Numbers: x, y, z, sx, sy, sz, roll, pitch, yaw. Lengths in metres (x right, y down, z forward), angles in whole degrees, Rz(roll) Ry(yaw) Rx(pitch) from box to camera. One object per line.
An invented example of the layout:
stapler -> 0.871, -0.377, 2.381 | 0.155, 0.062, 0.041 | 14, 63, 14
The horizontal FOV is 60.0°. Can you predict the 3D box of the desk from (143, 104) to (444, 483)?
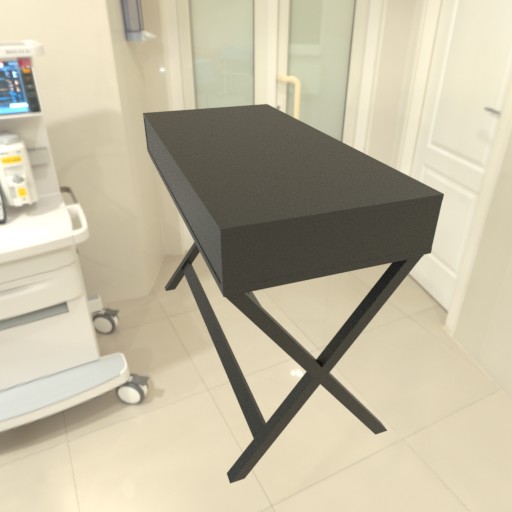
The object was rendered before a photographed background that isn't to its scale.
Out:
desk -> 0.000, 0.000, 1.513 | 0.525, 0.780, 1.057 | -10, 31, -17
